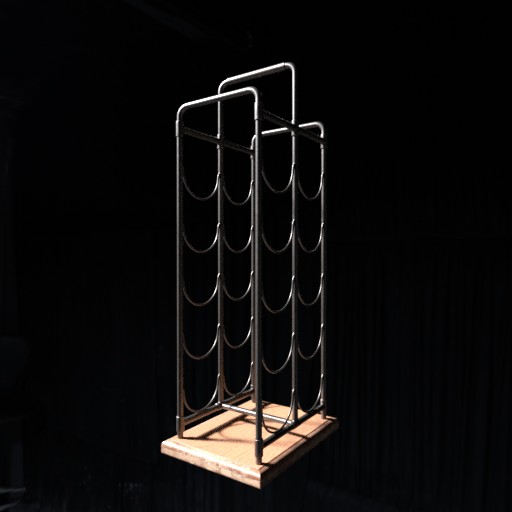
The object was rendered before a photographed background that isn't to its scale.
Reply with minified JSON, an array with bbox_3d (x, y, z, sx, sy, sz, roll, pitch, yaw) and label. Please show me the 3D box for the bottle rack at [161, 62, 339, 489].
[{"bbox_3d":[0.000,0.000,0.817,0.208,0.680,0.276,0,1,35],"label":"bottle rack"}]
